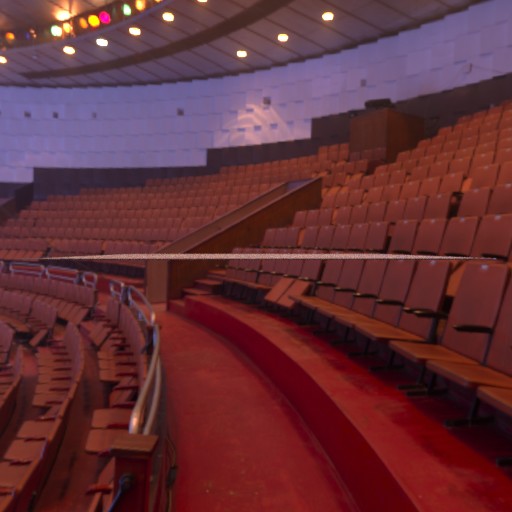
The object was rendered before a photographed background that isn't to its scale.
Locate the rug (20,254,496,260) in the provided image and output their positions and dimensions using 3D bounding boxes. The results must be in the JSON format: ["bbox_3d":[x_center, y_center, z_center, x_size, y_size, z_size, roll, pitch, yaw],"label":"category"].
[{"bbox_3d":[0.000,0.000,4.047,3.056,0.010,2.437,0,1,-2],"label":"rug"}]
